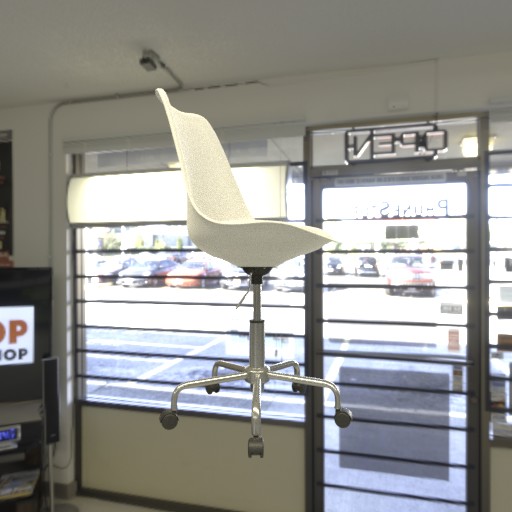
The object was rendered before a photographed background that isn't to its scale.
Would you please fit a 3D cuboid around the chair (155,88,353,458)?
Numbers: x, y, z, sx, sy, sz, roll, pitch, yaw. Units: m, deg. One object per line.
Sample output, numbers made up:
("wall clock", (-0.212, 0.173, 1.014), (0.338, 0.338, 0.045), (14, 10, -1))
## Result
("chair", (0.000, 0.000, 1.285), (0.550, 0.930, 0.550), (0, 1, 18))
